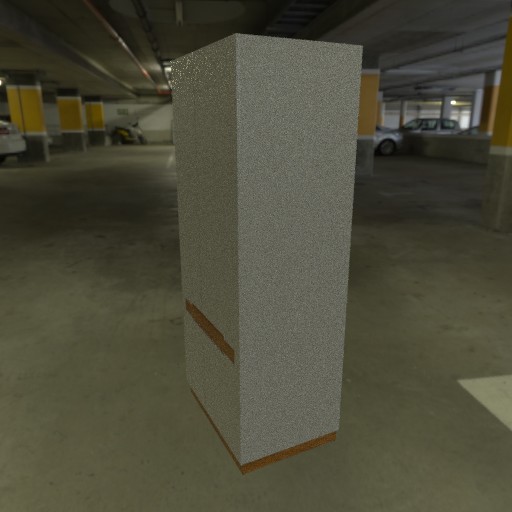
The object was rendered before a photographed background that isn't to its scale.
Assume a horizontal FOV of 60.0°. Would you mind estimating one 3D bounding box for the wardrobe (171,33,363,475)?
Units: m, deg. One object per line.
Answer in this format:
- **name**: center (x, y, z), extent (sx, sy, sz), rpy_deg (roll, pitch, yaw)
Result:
- **wardrobe**: center (0.000, 0.000, 2.442), extent (0.600, 2.040, 0.860), rpy_deg (-8, 18, -25)
